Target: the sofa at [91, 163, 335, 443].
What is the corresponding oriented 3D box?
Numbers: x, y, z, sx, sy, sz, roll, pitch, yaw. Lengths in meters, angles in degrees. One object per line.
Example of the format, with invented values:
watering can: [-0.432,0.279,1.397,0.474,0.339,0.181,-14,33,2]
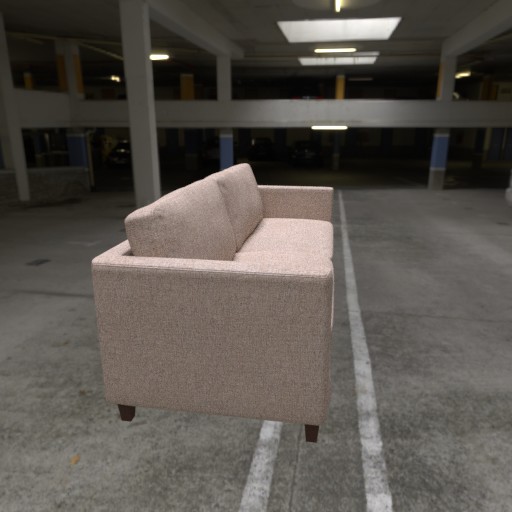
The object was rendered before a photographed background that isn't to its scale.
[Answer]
sofa: [0.000,0.000,2.715,0.951,0.965,2.208,3,17,9]
